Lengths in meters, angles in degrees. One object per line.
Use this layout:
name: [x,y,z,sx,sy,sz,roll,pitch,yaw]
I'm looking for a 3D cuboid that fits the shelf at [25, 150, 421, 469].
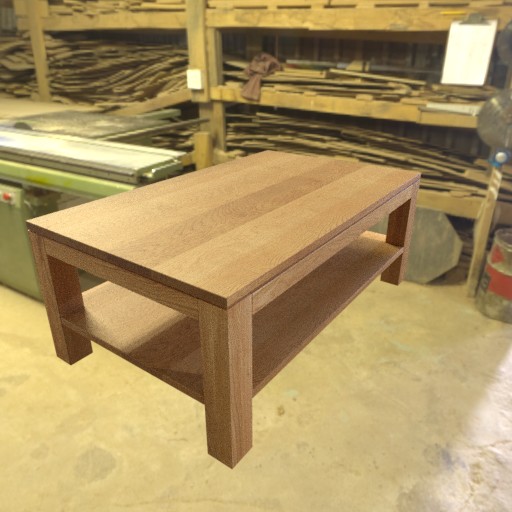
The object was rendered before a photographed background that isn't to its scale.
shelf: [0.000,0.000,1.522,0.700,0.450,1.150,17,30,32]
